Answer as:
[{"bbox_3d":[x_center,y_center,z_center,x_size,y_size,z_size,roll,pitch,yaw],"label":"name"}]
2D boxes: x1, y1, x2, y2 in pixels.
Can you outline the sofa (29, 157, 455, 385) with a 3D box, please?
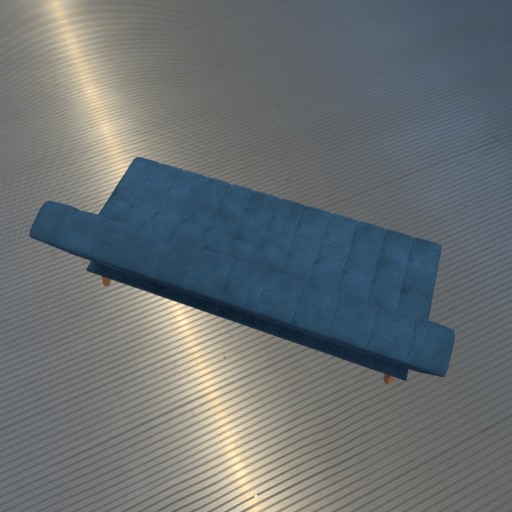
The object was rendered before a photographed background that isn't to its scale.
[{"bbox_3d":[0.000,0.000,2.299,1.804,0.813,0.855,18,63,9],"label":"sofa"}]
